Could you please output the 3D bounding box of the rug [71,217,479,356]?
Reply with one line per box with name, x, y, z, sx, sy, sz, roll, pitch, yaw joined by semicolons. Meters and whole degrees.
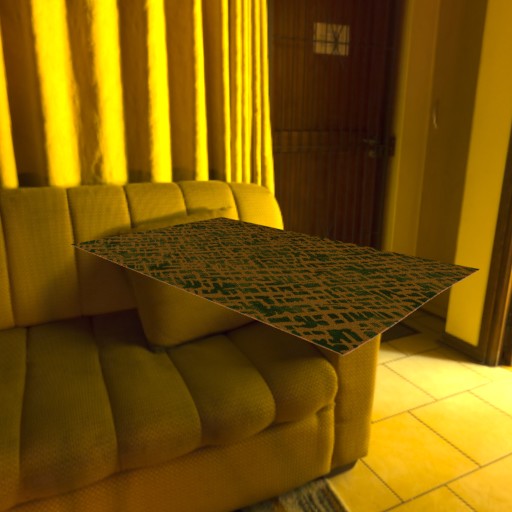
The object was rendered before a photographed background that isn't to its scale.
rug;0.000;0.000;3.060;2.447;0.011;1.520;15;22;42
